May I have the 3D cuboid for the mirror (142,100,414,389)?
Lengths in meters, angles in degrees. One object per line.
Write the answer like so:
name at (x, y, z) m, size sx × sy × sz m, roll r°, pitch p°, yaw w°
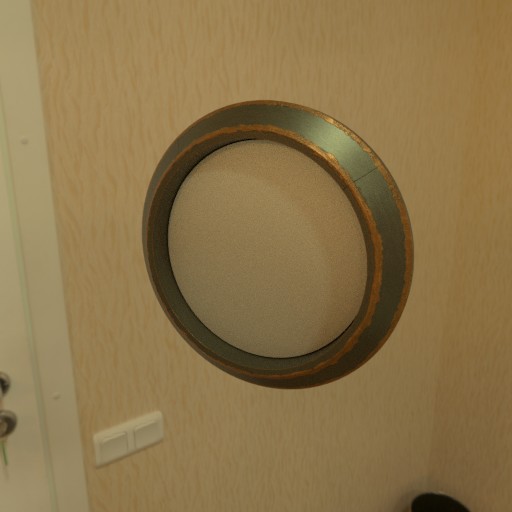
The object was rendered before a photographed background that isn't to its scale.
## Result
mirror at (0.000, 0.000, 1.358) m, size 0.907 × 0.907 × 0.111 m, roll 7°, pitch 16°, yaw 25°
